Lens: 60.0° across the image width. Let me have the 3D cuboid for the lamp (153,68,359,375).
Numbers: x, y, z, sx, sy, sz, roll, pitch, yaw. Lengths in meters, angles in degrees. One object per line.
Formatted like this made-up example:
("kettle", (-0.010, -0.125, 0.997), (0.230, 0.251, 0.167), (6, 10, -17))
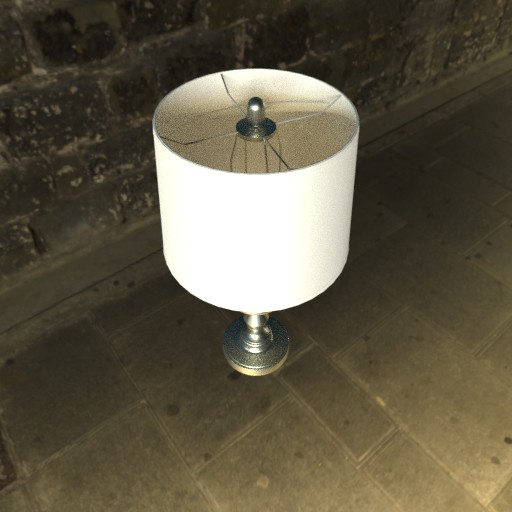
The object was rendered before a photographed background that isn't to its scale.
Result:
("lamp", (0.000, 0.000, 0.969), (0.383, 0.733, 0.383), (0, 47, 0))
